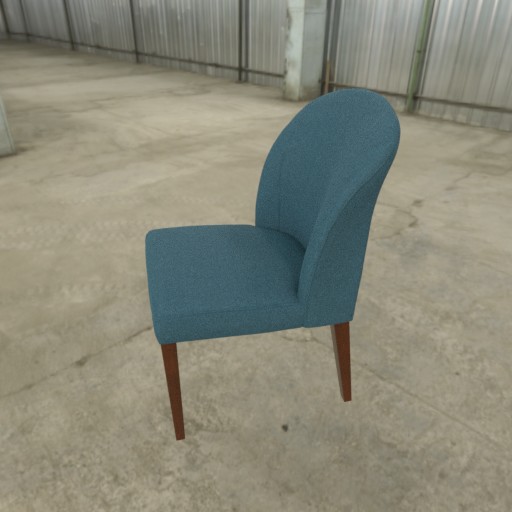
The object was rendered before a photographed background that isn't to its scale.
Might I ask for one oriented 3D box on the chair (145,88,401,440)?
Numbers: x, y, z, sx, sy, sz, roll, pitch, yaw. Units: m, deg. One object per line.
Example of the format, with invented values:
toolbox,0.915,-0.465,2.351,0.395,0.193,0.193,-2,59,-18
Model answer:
chair,0.000,0.000,1.279,0.620,0.879,0.507,-7,31,-13
